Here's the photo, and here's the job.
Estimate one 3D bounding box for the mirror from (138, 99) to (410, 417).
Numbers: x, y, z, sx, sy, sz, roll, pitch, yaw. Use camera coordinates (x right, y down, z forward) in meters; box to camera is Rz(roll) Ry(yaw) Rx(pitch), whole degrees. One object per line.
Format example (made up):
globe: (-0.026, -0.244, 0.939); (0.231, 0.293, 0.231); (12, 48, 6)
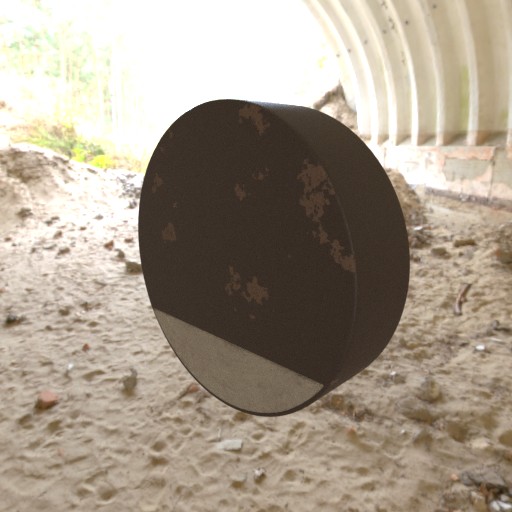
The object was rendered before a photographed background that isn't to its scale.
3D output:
mirror: (0.000, 0.000, 0.587); (0.386, 0.386, 0.126); (14, 19, 43)
